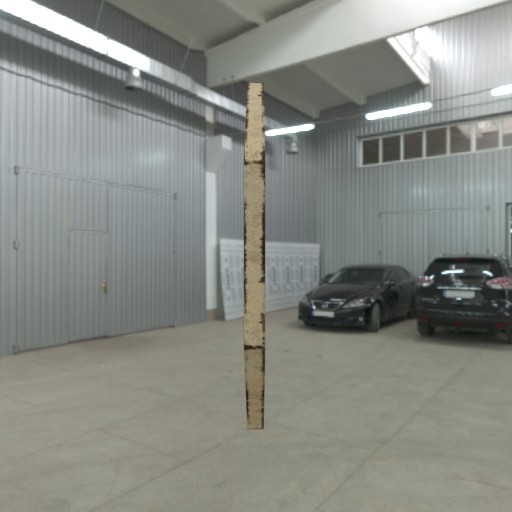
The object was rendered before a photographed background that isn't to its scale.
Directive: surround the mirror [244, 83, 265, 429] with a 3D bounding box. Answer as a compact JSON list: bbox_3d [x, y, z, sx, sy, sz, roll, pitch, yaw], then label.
[{"bbox_3d":[0.000,0.000,0.961,0.031,0.648,0.648,0,0,0],"label":"mirror"}]
